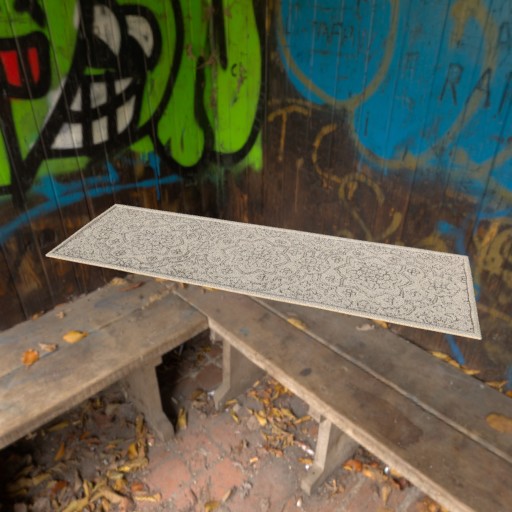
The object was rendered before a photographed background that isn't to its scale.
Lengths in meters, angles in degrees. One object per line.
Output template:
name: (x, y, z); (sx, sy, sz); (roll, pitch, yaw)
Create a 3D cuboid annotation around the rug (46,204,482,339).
rug: (0.000, 0.000, 2.681); (2.448, 0.012, 0.769); (10, 33, 15)
